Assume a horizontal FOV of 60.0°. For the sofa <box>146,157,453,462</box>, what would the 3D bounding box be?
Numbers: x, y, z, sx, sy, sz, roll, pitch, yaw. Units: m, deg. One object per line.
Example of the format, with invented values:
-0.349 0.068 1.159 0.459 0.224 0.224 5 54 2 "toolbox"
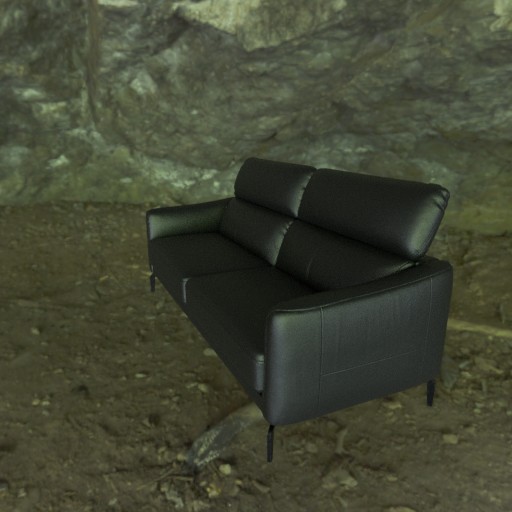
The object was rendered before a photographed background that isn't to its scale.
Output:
0.000 0.000 2.477 0.856 0.957 2.069 -8 18 -24 "sofa"
